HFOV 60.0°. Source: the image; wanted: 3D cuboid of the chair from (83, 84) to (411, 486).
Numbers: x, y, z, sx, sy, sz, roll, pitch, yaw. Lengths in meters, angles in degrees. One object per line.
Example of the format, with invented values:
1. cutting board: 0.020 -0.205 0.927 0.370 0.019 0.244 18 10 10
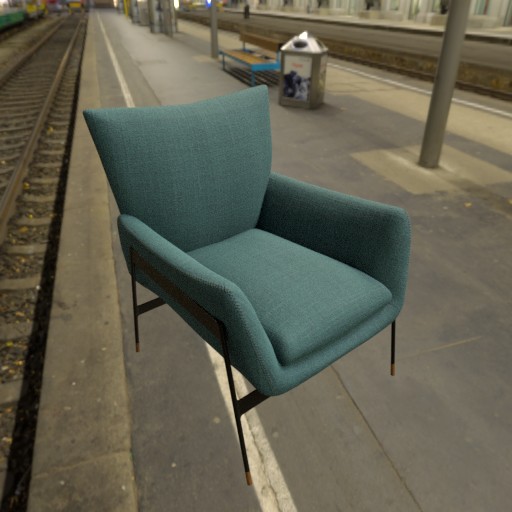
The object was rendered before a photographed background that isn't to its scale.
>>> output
1. chair: 0.000 0.000 1.385 0.678 0.859 0.769 -22 37 -33
